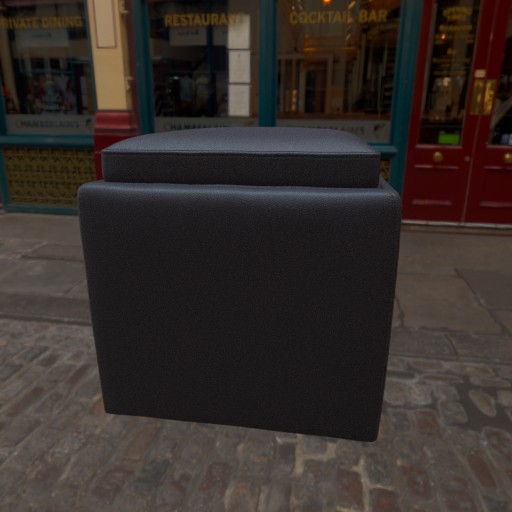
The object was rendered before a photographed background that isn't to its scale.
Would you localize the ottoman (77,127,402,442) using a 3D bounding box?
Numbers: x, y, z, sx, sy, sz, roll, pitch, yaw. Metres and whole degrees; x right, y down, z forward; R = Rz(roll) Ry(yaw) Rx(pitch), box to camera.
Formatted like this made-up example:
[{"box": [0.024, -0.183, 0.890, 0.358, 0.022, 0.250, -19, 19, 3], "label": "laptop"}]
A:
[{"box": [0.000, 0.000, 0.826, 0.451, 0.460, 0.450, 3, 18, 9], "label": "ottoman"}]
